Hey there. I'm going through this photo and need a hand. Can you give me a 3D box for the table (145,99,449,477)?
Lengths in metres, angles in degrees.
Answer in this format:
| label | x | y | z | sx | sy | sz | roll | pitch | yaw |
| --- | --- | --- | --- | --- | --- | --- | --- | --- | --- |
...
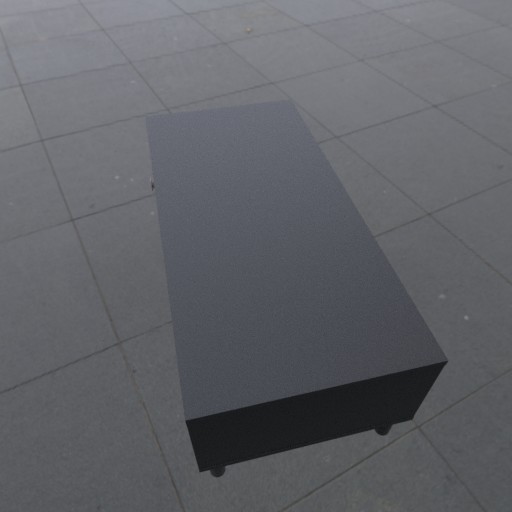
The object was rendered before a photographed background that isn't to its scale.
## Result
| label | x | y | z | sx | sy | sz | roll | pitch | yaw |
| --- | --- | --- | --- | --- | --- | --- | --- | --- | --- |
| table | 0.000 | 0.000 | 1.351 | 0.550 | 0.400 | 1.100 | -10 | 47 | -9 |
